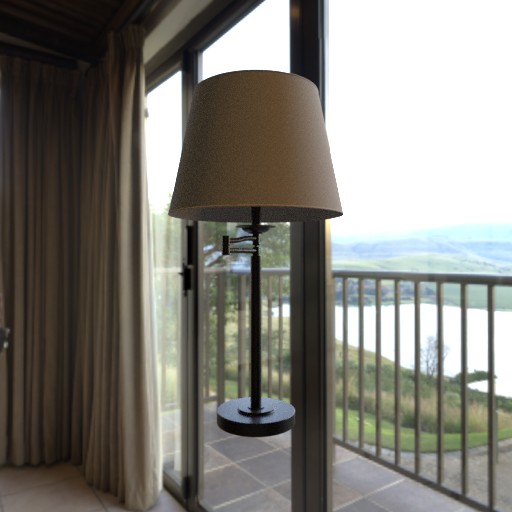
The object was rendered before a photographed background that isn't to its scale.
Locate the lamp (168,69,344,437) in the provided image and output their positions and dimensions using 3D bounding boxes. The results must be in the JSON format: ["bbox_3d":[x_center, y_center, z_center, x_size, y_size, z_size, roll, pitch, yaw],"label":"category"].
[{"bbox_3d":[0.000,0.000,0.931,0.363,0.696,0.363,0,0,0],"label":"lamp"}]
